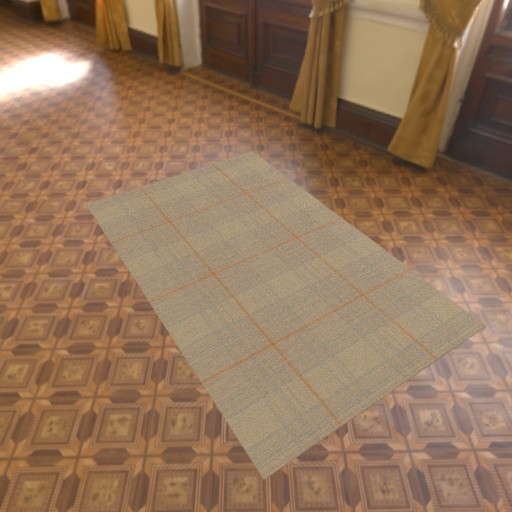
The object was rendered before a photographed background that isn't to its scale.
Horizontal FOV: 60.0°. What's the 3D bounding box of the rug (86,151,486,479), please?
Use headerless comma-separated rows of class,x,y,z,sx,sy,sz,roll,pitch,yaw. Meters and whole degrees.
rug,0.000,0.000,2.963,1.527,0.016,2.442,-24,47,-24
